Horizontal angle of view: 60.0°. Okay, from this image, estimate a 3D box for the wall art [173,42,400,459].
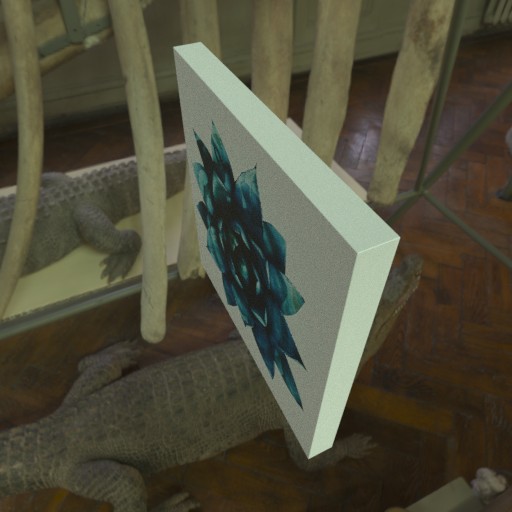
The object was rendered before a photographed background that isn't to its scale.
[{"bbox_3d":[0.000,0.000,0.592,0.038,0.406,0.406,-19,49,-18],"label":"wall art"}]
